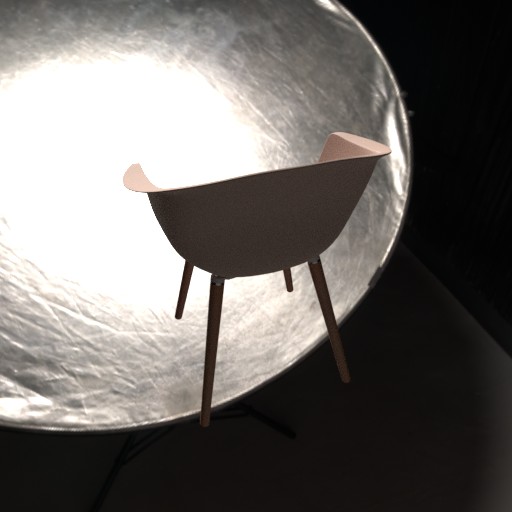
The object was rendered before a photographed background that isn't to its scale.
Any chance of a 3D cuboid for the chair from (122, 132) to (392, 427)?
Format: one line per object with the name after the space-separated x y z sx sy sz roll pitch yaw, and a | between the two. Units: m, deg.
0.000 0.000 1.180 0.593 0.781 0.504 -12 41 -15 | chair
